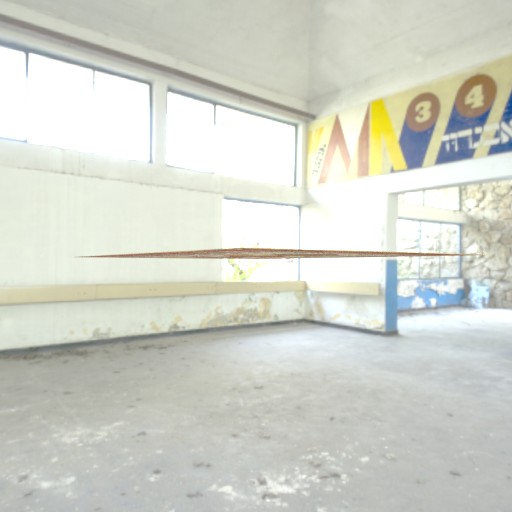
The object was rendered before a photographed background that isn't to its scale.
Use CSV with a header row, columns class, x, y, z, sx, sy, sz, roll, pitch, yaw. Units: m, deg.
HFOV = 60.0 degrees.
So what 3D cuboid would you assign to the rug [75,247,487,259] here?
class,x,y,z,sx,sy,sz,roll,pitch,yaw
rug,0.000,0.000,4.133,2.460,0.005,3.067,1,-1,-37
